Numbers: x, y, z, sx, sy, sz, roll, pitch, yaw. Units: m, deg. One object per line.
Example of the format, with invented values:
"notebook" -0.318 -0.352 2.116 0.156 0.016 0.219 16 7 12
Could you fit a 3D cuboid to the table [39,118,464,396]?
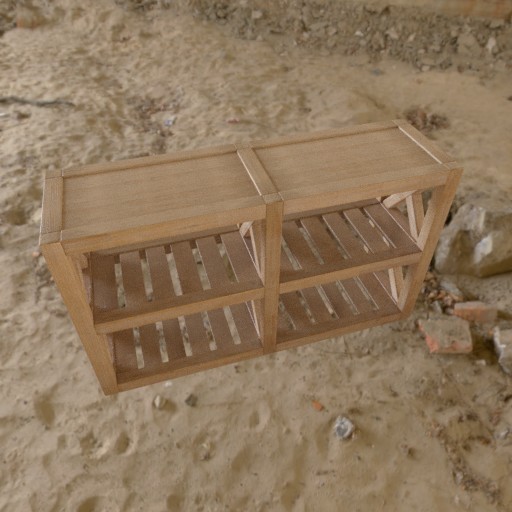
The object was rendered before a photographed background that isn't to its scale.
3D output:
"table" 0.000 0.000 1.694 1.320 0.762 0.381 -12 44 -12
